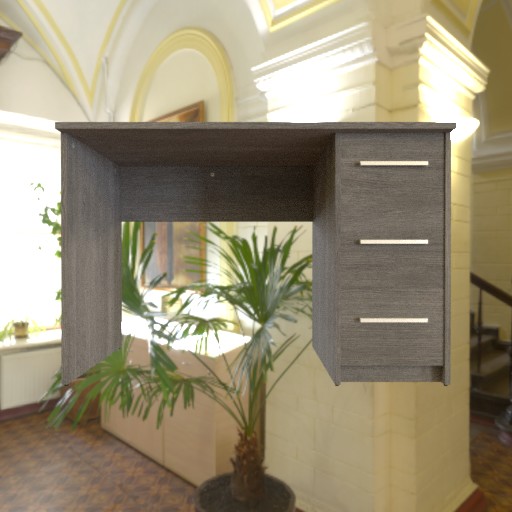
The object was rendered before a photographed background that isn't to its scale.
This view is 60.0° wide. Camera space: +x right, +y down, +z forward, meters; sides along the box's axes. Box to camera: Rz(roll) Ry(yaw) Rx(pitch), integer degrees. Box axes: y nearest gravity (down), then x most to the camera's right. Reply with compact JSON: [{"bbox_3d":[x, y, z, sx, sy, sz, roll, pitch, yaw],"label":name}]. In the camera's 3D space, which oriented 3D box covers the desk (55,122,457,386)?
[{"bbox_3d":[0.000,0.000,1.490,1.097,0.735,0.560,0,0,0],"label":"desk"}]
